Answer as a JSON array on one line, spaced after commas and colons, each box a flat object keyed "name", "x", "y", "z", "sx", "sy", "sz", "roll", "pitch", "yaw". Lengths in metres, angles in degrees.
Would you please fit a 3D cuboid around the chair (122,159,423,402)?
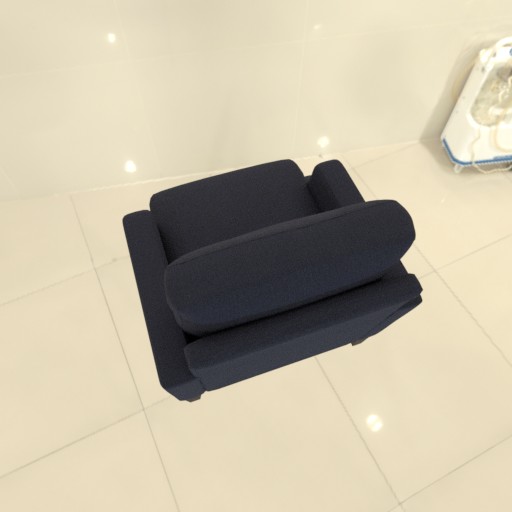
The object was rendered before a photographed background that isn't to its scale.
[{"name": "chair", "x": 0.000, "y": 0.000, "z": 1.638, "sx": 0.855, "sy": 0.991, "sz": 0.897, "roll": -17, "pitch": 60, "yaw": -10}]
